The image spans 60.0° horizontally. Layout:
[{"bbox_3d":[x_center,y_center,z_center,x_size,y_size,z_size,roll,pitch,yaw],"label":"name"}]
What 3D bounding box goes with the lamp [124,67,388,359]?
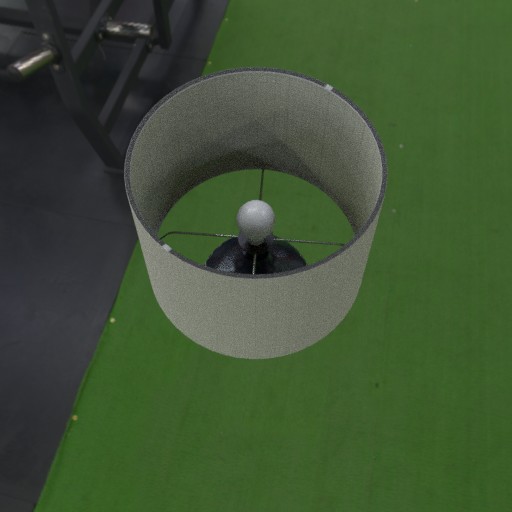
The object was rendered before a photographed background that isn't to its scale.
[{"bbox_3d":[0.000,0.000,0.792,0.376,0.540,0.376,0,64,0],"label":"lamp"}]
